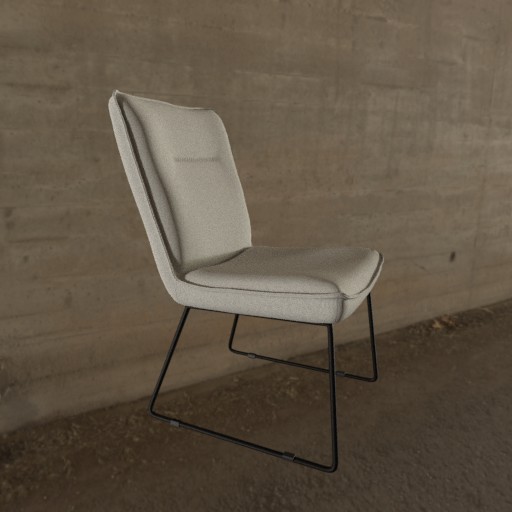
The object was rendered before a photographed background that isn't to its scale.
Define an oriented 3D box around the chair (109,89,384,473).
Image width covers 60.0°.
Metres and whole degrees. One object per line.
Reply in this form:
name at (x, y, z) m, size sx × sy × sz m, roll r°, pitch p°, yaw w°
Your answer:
chair at (0.000, 0.000, 1.340) m, size 0.688 × 0.930 × 0.515 m, roll 6°, pitch 14°, yaw 25°
